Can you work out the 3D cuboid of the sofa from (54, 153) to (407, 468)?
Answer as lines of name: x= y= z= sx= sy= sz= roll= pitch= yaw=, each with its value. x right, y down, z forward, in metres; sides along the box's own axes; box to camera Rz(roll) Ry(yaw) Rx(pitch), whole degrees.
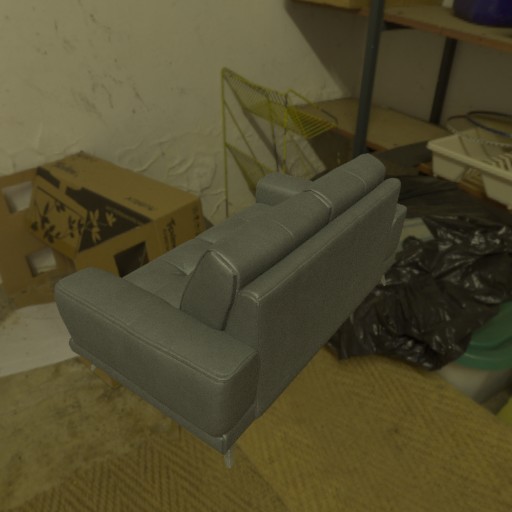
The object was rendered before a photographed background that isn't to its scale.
sofa: x=0.000 y=0.000 z=2.384 sx=1.018 sy=0.907 sz=1.806 roll=21 pitch=37 yaw=30
